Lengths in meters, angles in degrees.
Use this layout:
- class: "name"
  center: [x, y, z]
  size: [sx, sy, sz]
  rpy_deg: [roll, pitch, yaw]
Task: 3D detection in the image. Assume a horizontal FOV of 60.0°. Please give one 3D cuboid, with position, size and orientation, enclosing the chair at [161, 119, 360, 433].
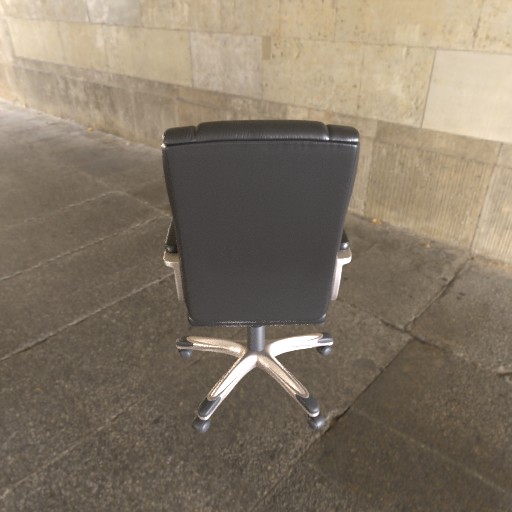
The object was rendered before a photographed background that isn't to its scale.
- class: "chair"
  center: [0.000, 0.000, 1.631]
  size: [0.700, 1.145, 0.780]
  rpy_deg: [-1, 31, -2]
